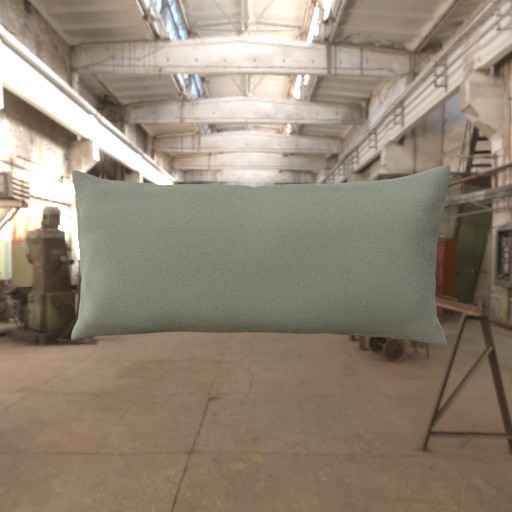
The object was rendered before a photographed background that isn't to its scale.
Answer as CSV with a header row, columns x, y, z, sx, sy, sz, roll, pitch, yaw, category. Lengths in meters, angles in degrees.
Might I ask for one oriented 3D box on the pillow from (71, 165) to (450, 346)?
x,y,z,sx,sy,sz,roll,pitch,yaw,category
0.000,0.000,0.716,0.610,0.287,0.151,0,1,3,pillow
